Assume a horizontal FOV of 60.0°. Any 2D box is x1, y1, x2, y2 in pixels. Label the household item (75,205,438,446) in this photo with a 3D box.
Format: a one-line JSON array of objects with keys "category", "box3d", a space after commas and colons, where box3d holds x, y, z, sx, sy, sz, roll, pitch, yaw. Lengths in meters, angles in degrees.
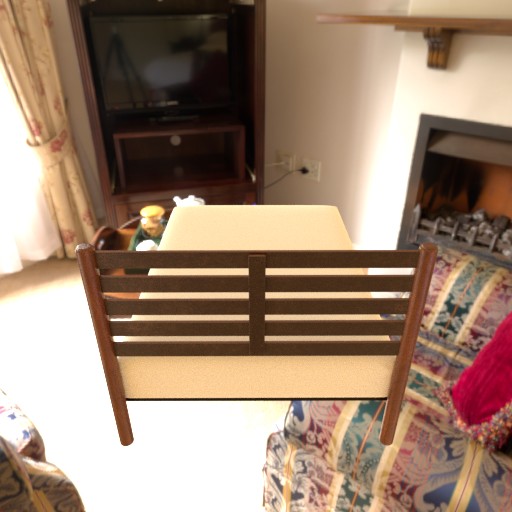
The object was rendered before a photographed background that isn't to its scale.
[{"category": "household item", "box3d": [0.000, 0.000, 3.295, 1.663, 1.356, 2.232, 0, 30, 0]}]
